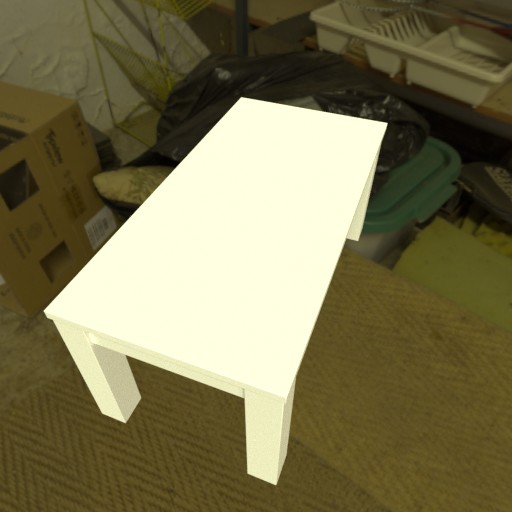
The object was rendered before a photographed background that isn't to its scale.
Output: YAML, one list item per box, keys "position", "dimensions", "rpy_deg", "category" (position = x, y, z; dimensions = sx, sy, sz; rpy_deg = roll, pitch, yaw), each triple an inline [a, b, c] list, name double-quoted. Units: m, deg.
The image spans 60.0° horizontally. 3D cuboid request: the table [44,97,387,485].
- position: [0.000, 0.000, 2.314]
  dimensions: [0.900, 0.790, 1.800]
  rpy_deg: [15, 47, 15]
  category: "table"
